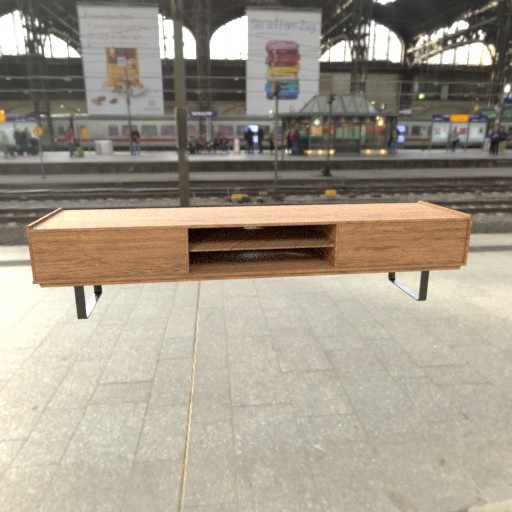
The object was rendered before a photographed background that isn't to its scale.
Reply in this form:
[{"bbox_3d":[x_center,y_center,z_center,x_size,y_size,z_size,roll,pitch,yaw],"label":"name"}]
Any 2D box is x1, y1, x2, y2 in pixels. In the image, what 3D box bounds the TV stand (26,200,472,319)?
[{"bbox_3d":[0.000,0.000,2.040,1.796,0.415,0.467,-2,15,-8],"label":"TV stand"}]
